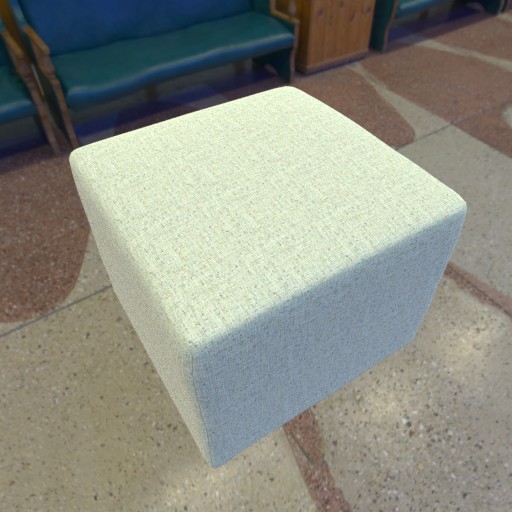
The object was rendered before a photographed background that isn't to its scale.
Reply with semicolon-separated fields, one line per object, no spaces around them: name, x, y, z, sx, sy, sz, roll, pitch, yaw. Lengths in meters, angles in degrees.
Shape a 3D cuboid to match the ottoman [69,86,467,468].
ottoman;0.000;0.000;0.893;0.521;0.453;0.512;-25;51;-22
